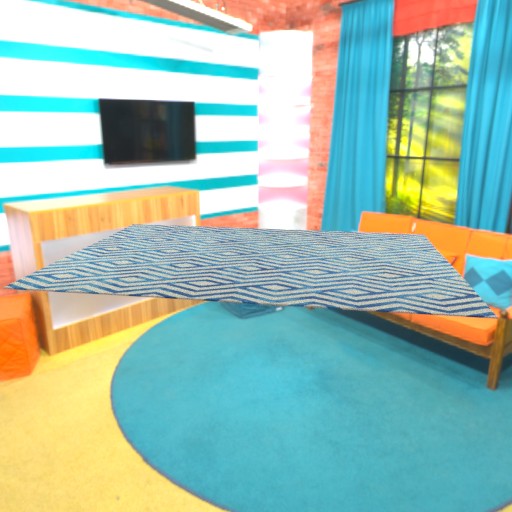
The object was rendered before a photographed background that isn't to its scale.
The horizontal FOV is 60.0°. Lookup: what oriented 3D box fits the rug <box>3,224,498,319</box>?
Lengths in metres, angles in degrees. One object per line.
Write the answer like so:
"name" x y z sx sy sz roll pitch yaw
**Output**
"rug" 0.000 0.000 2.195 1.830 0.008 1.225 3 16 9
